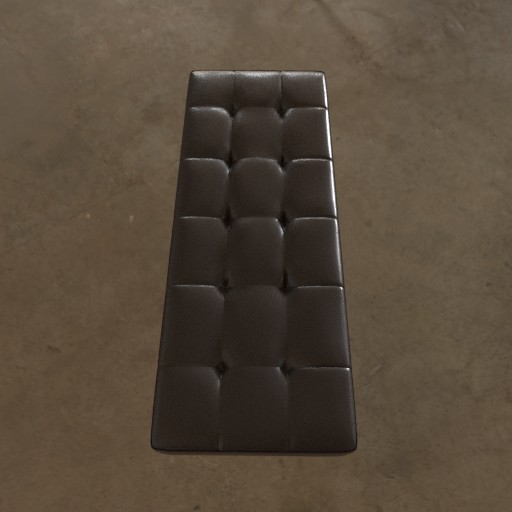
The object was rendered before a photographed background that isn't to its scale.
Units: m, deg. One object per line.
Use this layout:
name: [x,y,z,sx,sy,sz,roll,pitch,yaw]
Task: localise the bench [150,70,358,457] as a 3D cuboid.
bench: [0.000,0.000,1.328,0.432,0.460,1.105,0,63,0]
